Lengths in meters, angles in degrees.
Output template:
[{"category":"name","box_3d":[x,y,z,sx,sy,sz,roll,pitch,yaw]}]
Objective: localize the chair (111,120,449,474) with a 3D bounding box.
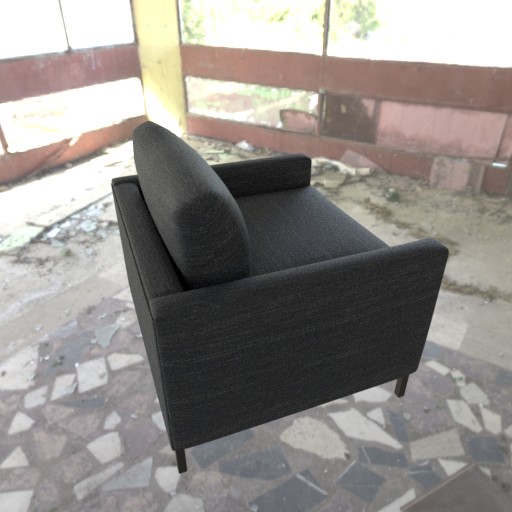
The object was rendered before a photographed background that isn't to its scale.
[{"category":"chair","box_3d":[0.000,0.000,1.596,0.866,0.861,0.963,-11,33,-18]}]
